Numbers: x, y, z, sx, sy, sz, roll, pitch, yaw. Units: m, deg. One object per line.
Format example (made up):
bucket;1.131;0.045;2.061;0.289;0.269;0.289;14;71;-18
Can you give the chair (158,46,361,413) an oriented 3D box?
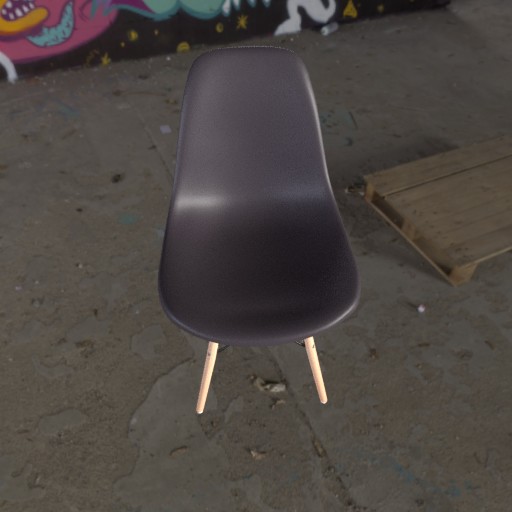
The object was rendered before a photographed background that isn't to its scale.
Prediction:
chair;0.000;0.000;1.117;0.470;0.825;0.533;-3;45;-3
